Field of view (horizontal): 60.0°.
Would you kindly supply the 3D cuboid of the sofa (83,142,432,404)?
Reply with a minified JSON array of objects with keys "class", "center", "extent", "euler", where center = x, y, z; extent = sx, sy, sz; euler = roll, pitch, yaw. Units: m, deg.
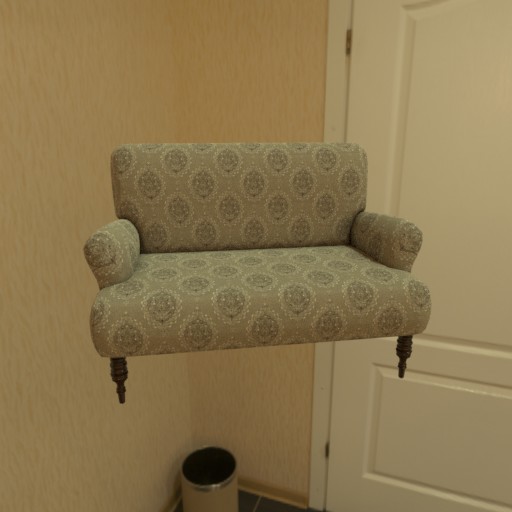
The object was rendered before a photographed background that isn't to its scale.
[{"class":"sofa","center":[0.000,0.000,1.851],"extent":[1.297,0.889,0.779],"euler":[-3,17,-9]}]
